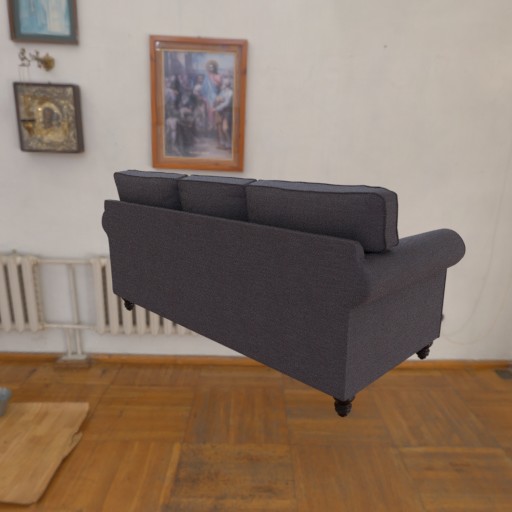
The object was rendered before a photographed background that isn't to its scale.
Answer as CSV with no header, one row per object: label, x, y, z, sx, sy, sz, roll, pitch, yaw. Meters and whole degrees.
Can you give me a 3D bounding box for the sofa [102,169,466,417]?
sofa,0.000,0.000,2.626,0.909,0.966,2.084,-13,19,-43
